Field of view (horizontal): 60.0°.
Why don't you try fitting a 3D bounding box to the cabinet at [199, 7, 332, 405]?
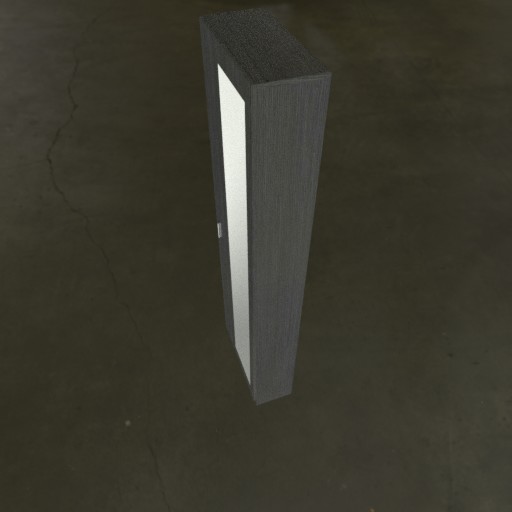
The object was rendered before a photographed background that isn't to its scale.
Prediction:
[{"bbox_3d":[0.000,0.000,1.914,0.230,1.790,0.500,-15,49,-13],"label":"cabinet"}]
